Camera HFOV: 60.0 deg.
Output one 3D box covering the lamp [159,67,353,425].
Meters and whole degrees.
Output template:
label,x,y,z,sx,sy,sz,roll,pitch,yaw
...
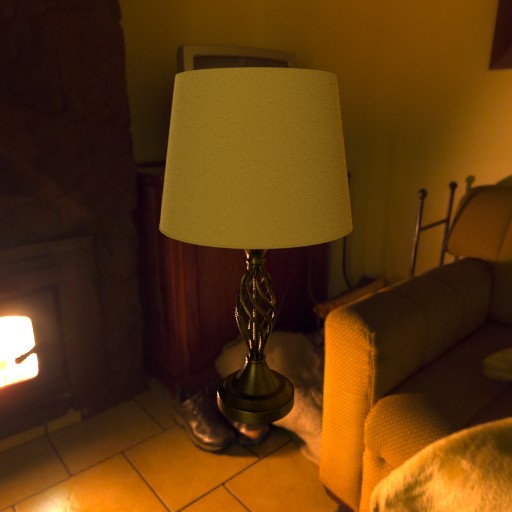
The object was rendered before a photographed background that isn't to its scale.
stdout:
label,x,y,z,sx,sy,sz,roll,pitch,yaw
lamp,0.000,0.000,0.789,0.331,0.594,0.331,0,17,0
